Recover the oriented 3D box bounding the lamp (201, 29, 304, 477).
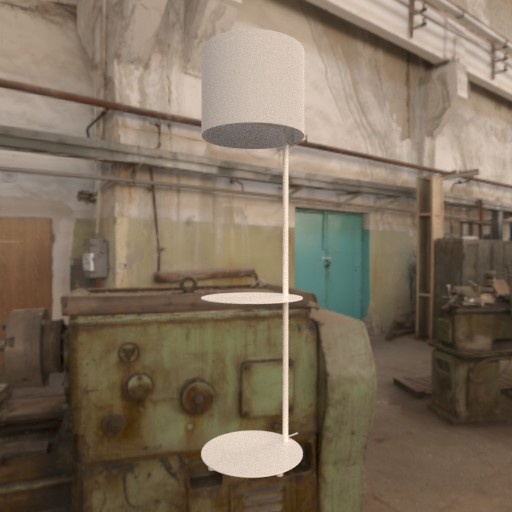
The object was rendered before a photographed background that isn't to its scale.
[{"bbox_3d":[0.000,0.000,1.626,0.405,1.465,0.372,0,1,-35],"label":"lamp"}]
